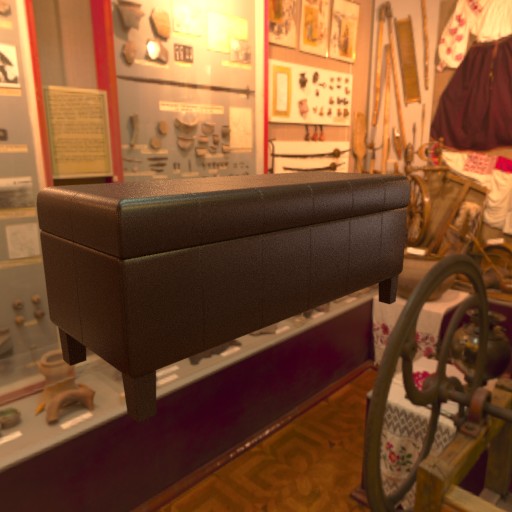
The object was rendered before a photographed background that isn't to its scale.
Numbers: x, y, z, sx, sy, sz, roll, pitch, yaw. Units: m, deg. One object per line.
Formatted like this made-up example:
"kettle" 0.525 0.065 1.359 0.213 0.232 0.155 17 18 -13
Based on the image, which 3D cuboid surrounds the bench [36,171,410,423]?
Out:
"bench" 0.000 0.000 1.345 1.092 0.457 0.429 -13 19 -43
